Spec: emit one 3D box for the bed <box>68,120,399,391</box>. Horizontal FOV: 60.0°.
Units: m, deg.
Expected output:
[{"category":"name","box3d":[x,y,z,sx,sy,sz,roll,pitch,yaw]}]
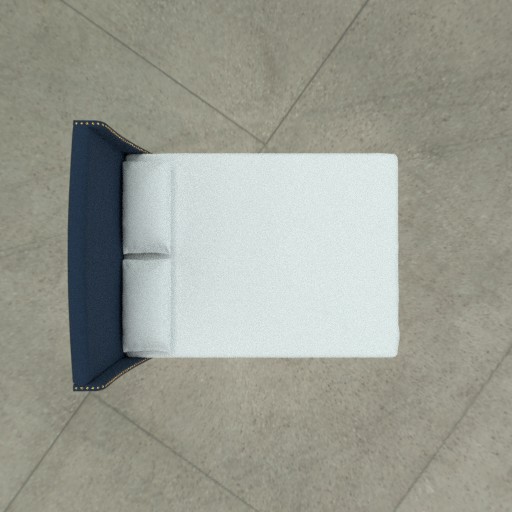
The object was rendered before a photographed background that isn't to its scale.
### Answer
[{"category":"bed","box3d":[0.000,0.000,3.212,2.223,1.402,1.604,0,90,0]}]
